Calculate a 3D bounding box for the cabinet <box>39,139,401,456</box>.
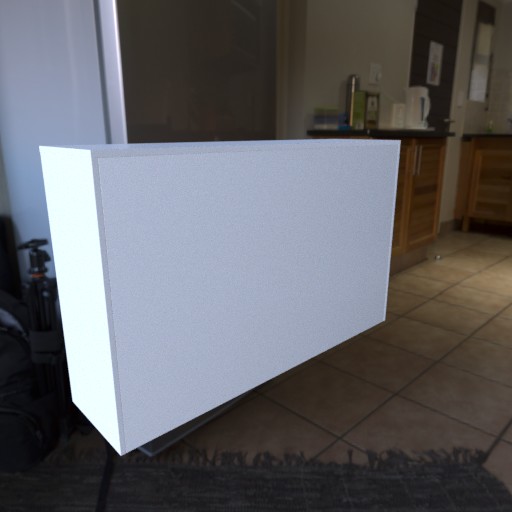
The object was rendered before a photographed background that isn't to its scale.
[{"bbox_3d":[0.000,0.000,1.814,1.450,0.900,0.380,-14,21,-41],"label":"cabinet"}]
